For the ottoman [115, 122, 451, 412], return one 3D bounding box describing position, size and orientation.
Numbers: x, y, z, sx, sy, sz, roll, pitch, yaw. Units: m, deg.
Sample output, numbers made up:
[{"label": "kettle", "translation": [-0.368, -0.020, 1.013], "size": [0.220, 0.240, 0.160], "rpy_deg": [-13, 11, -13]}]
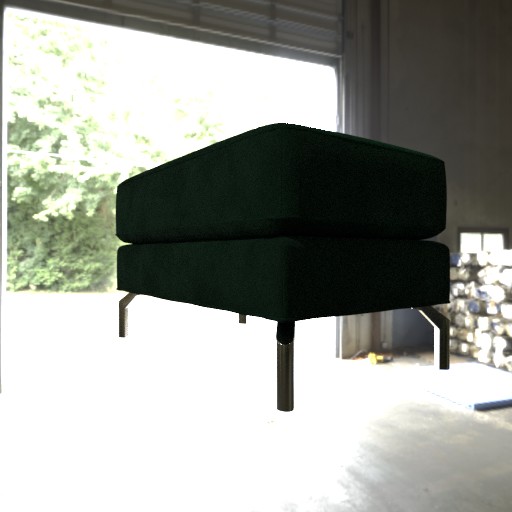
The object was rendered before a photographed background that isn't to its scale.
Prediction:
[{"label": "ottoman", "translation": [0.000, 0.000, 1.254], "size": [0.536, 0.533, 0.886], "rpy_deg": [0, 0, -36]}]
